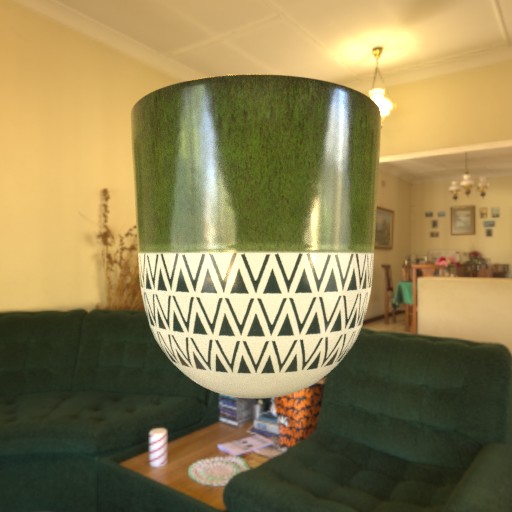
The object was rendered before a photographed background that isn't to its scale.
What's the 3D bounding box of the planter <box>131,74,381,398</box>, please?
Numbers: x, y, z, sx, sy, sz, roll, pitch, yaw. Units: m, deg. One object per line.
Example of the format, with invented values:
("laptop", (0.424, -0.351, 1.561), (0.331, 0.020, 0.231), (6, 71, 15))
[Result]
("planter", (0.000, 0.000, 0.450), (0.245, 0.270, 0.245), (0, 0, 0))
